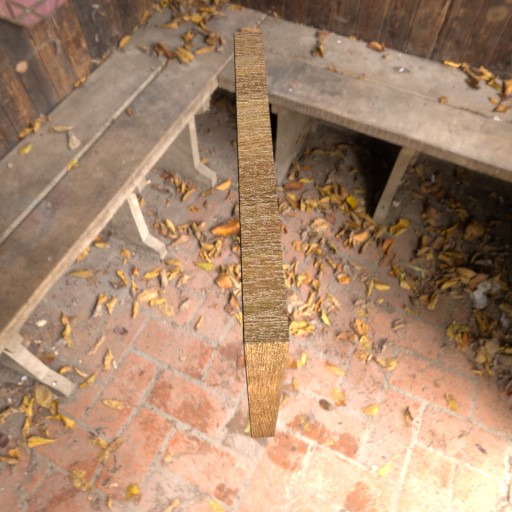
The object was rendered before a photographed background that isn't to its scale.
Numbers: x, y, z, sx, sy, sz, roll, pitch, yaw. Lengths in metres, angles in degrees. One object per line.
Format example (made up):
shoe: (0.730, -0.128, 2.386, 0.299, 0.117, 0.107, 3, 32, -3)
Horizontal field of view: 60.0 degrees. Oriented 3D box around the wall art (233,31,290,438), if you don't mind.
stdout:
wall art: (0.000, 0.000, 0.614, 0.039, 0.403, 0.406, -2, 58, -1)
